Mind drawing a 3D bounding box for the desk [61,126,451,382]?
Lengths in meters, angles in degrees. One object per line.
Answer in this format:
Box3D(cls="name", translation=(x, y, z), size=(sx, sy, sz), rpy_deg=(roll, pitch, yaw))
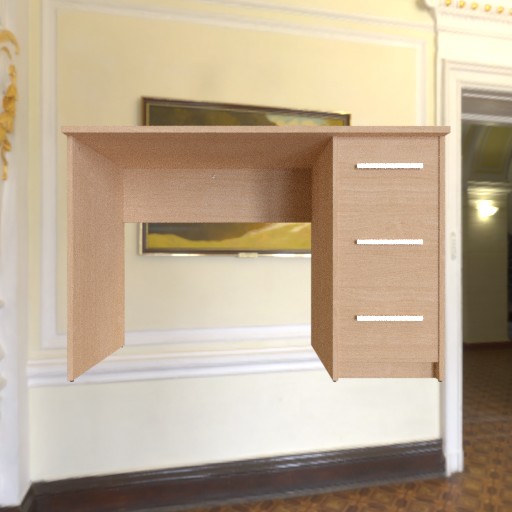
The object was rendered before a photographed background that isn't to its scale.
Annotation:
Box3D(cls="desk", translation=(0.000, 0.000, 1.530), size=(1.097, 0.735, 0.560), rpy_deg=(0, 0, 0))
